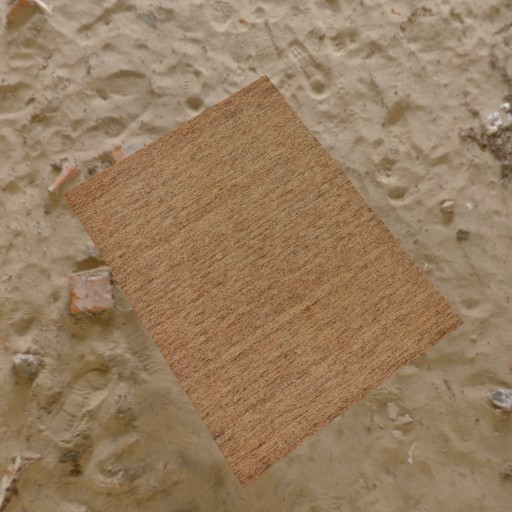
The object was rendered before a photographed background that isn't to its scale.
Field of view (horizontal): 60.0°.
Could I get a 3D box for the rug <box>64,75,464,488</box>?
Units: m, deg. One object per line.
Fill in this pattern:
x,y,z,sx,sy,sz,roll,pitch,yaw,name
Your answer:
0.000,0.000,4.224,2.438,0.012,3.200,-33,78,-8,rug
